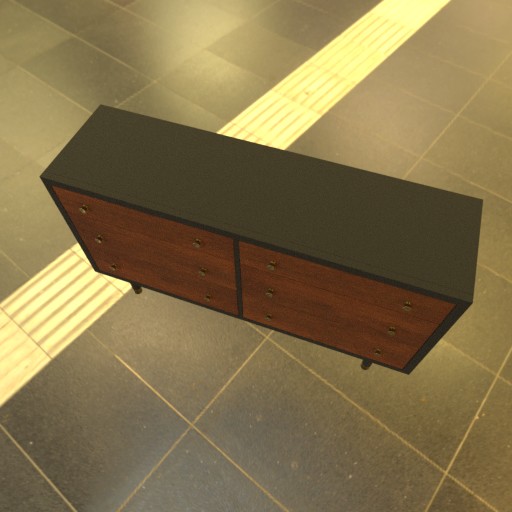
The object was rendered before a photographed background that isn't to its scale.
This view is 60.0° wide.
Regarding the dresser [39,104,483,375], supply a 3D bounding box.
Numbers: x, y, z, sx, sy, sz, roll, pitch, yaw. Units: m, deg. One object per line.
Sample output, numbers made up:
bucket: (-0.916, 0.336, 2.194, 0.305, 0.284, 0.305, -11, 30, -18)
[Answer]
dresser: (0.000, 0.000, 1.971, 1.558, 0.872, 0.463, 17, 58, 11)
